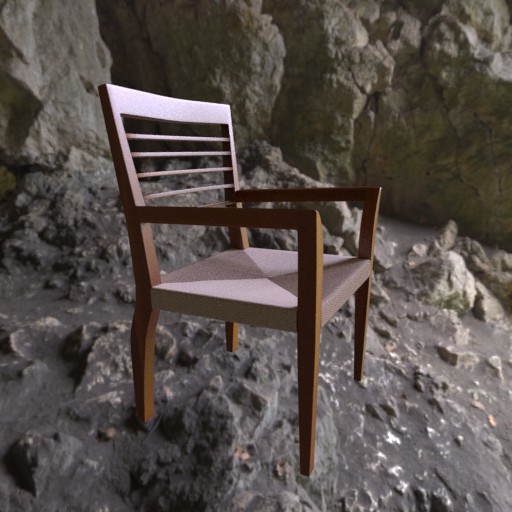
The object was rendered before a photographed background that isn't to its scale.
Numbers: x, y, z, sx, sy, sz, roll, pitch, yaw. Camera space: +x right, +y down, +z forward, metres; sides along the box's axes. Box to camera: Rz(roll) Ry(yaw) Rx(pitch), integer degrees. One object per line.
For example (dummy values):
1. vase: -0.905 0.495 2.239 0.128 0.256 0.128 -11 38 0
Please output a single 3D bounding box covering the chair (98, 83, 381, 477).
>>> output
1. chair: 0.000 0.000 1.220 0.540 0.855 0.587 7 15 26
